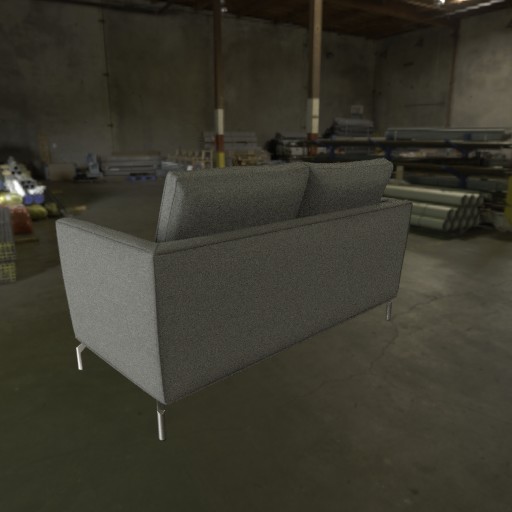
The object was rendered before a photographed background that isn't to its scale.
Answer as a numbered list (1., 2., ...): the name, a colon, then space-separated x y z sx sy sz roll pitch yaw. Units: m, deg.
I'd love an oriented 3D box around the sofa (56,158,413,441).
1. sofa: 0.000 0.000 2.165 1.594 0.924 0.803 -14 20 -42
